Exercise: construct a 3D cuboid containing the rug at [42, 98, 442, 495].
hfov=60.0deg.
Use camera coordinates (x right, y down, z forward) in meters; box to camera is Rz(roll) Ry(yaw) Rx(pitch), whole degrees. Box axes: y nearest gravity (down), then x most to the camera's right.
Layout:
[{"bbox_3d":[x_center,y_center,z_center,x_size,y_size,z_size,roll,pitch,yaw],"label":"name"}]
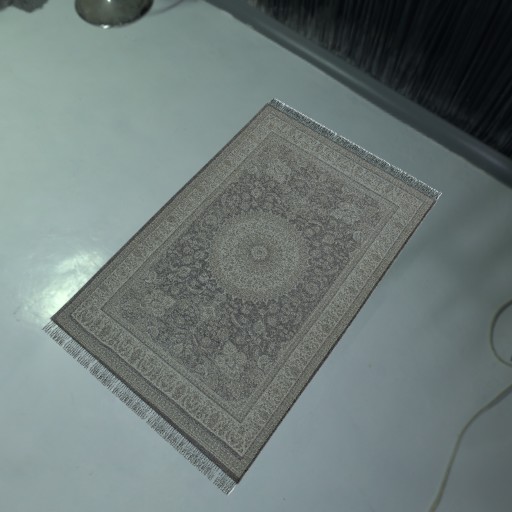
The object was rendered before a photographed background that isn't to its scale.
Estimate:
[{"bbox_3d":[0.000,0.000,2.985,1.528,0.010,2.440,35,69,15],"label":"rug"}]
